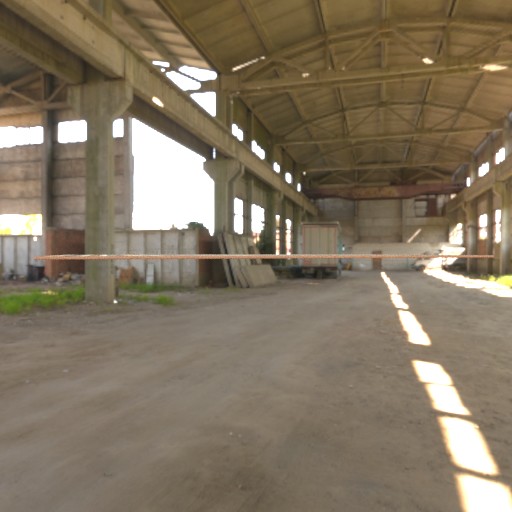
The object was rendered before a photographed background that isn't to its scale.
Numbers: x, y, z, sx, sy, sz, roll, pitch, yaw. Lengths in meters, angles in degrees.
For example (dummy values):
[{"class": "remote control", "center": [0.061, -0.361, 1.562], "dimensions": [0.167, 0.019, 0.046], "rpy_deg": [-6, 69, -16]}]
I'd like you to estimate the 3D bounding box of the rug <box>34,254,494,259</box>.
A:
[{"class": "rug", "center": [0.000, 0.000, 2.936], "dimensions": [2.438, 0.014, 1.523], "rpy_deg": [0, 0, -18]}]
